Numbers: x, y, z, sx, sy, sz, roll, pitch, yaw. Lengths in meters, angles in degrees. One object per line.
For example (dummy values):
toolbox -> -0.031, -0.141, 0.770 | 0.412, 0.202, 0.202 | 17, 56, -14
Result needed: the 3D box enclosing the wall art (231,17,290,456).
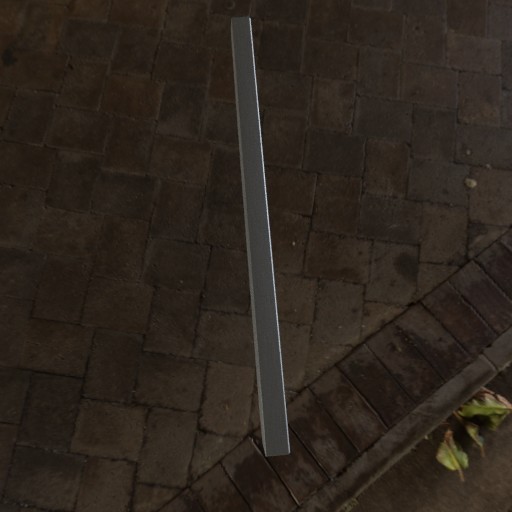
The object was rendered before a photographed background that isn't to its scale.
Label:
wall art -> 0.000, 0.000, 0.755 | 0.028, 0.457, 0.556 | -4, 75, -1
